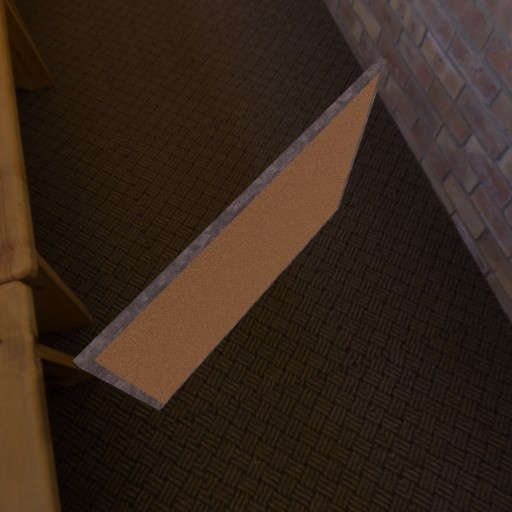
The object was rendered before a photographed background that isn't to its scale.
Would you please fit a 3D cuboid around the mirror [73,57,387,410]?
[{"bbox_3d":[0.000,0.000,1.415,0.022,0.795,1.101,37,70,16],"label":"mirror"}]
